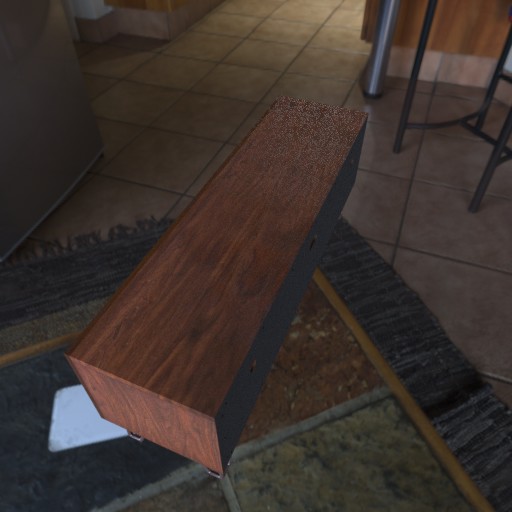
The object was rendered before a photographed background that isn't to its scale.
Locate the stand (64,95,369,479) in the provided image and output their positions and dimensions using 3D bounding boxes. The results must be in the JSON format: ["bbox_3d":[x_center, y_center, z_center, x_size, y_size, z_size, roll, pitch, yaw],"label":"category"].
[{"bbox_3d":[0.000,0.000,1.881,0.481,0.610,1.626,17,49,16],"label":"stand"}]
